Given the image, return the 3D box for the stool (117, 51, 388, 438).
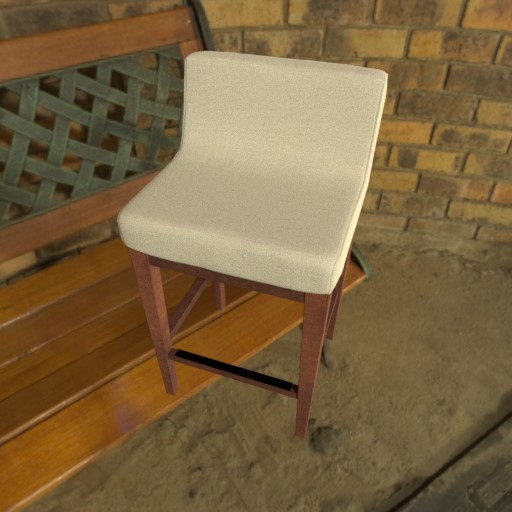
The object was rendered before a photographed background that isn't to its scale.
[{"bbox_3d":[0.000,0.000,1.234,0.511,0.937,0.500,13,42,15],"label":"stool"}]
